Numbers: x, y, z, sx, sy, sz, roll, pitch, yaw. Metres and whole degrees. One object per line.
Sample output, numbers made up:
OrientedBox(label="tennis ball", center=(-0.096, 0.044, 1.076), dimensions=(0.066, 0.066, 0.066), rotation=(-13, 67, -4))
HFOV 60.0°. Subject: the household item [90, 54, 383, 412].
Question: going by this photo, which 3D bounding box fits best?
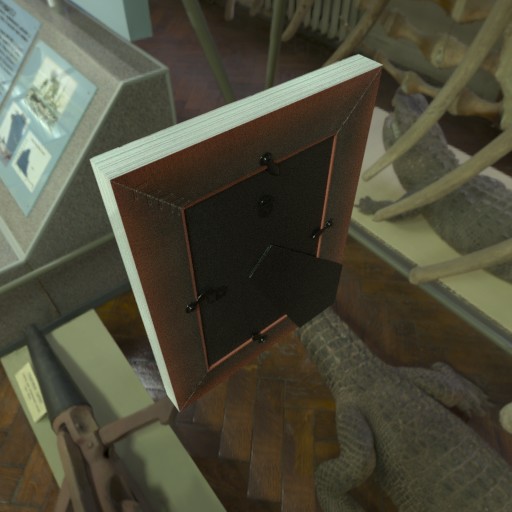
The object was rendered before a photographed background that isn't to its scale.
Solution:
OrientedBox(label="household item", center=(0.000, 0.000, 0.294), dimensions=(0.165, 0.216, 0.025), rotation=(-31, 54, -25))
